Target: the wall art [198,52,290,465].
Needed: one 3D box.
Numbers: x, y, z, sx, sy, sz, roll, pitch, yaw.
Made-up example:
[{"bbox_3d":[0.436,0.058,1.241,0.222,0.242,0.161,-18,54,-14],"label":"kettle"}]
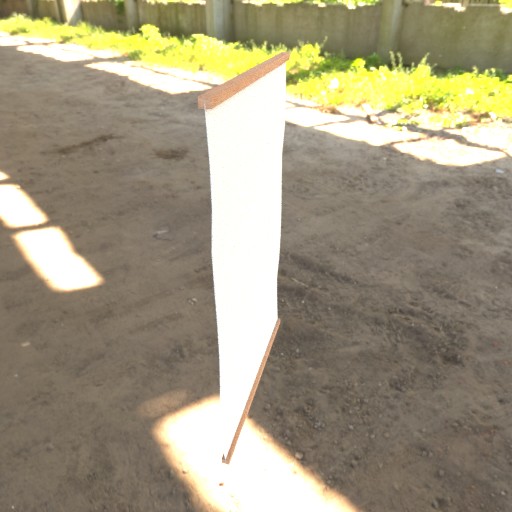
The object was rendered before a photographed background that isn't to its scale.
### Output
[{"bbox_3d":[0.000,0.000,0.646,0.012,0.508,0.332,8,32,13],"label":"wall art"}]
